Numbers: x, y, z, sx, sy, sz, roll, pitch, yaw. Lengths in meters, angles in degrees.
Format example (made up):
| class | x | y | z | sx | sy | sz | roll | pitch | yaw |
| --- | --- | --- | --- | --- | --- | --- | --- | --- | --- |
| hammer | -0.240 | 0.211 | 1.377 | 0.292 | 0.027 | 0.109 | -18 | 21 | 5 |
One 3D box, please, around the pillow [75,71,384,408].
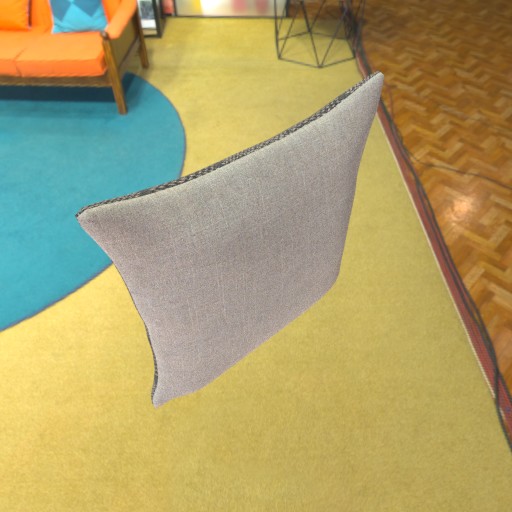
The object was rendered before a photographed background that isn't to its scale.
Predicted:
| class | x | y | z | sx | sy | sz | roll | pitch | yaw |
| --- | --- | --- | --- | --- | --- | --- | --- | --- | --- |
| pillow | 0.000 | 0.000 | 0.655 | 0.435 | 0.432 | 0.138 | -32 | 55 | -26 |
